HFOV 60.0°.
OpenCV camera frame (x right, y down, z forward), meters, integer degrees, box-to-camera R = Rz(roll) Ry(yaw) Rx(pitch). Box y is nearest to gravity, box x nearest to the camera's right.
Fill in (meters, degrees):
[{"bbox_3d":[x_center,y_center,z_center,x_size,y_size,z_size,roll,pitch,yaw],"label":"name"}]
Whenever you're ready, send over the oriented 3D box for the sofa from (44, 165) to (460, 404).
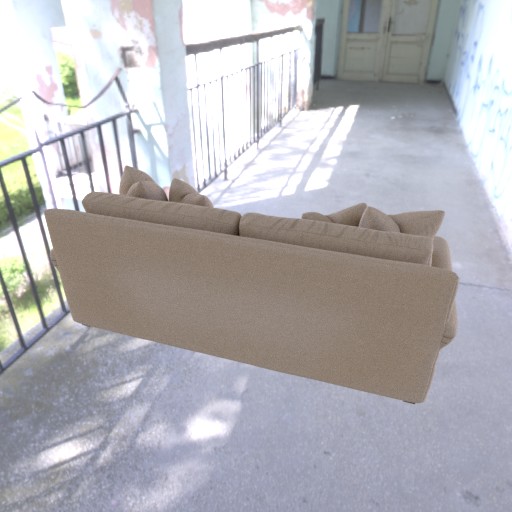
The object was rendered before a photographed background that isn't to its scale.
[{"bbox_3d":[0.000,0.000,2.773,2.285,0.904,1.067,9,32,16],"label":"sofa"}]
